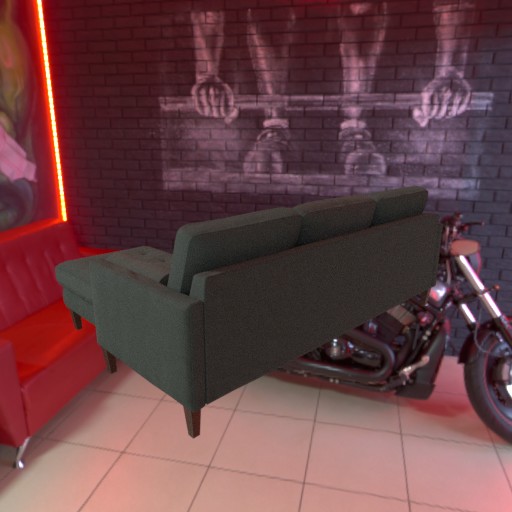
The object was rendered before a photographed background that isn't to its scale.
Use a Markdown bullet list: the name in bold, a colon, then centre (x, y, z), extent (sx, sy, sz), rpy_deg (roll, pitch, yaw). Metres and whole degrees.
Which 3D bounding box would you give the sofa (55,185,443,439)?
- **sofa**: centre (0.000, 0.000, 2.893), extent (2.178, 0.876, 1.506), rpy_deg (-15, 21, -42)
